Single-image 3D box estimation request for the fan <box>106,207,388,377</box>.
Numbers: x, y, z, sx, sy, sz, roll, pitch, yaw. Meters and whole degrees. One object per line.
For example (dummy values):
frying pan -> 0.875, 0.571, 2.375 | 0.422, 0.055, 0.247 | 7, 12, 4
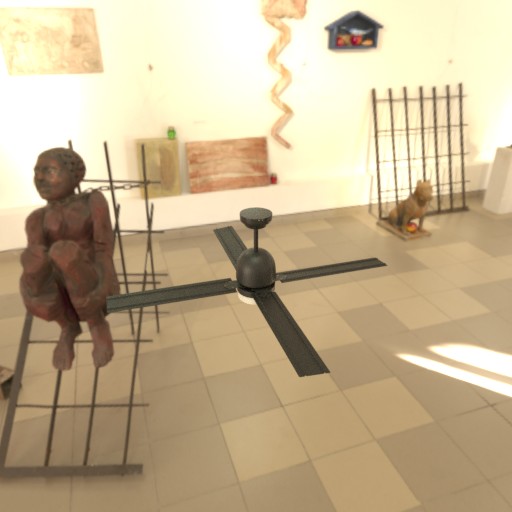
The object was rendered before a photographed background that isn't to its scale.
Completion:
fan -> 0.000, 0.000, 1.985 | 1.319, 0.410, 1.319 | -9, 28, -17
